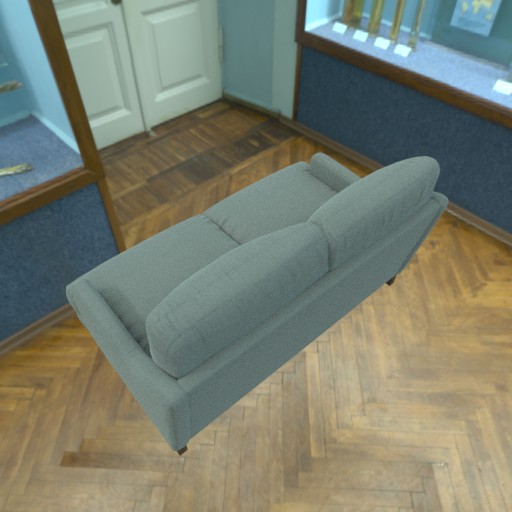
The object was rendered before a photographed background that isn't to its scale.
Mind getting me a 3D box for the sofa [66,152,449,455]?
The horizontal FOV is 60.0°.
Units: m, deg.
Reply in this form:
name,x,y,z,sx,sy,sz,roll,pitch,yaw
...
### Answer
name,x,y,z,sx,sy,sz,roll,pitch,yaw
sofa,0.000,0.000,2.146,1.589,0.921,0.987,-32,54,-27
